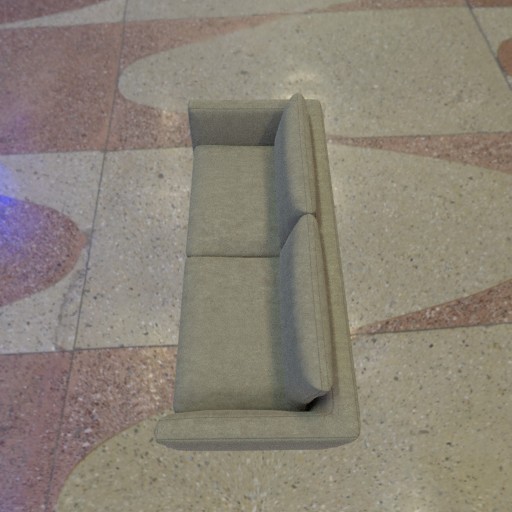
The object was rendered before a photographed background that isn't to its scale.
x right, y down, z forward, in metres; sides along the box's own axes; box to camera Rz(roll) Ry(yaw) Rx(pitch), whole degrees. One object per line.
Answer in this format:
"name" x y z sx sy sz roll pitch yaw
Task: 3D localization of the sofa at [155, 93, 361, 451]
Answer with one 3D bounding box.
"sofa" 0.000 0.000 2.612 0.889 0.864 2.121 0 59 0
